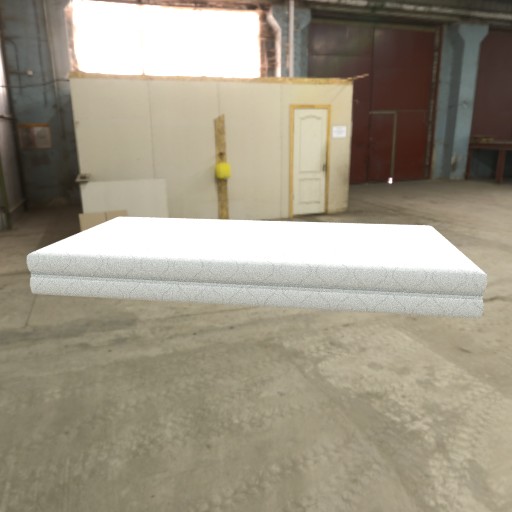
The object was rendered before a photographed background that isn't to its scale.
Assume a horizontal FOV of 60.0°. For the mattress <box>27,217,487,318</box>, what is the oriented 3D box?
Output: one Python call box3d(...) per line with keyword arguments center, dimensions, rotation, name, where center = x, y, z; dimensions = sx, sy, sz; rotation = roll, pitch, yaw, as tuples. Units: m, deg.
box3d(center=(0.000, 0.000, 2.246), dimensions=(1.900, 0.200, 0.900), rotation=(2, 16, 8), name="mattress")
